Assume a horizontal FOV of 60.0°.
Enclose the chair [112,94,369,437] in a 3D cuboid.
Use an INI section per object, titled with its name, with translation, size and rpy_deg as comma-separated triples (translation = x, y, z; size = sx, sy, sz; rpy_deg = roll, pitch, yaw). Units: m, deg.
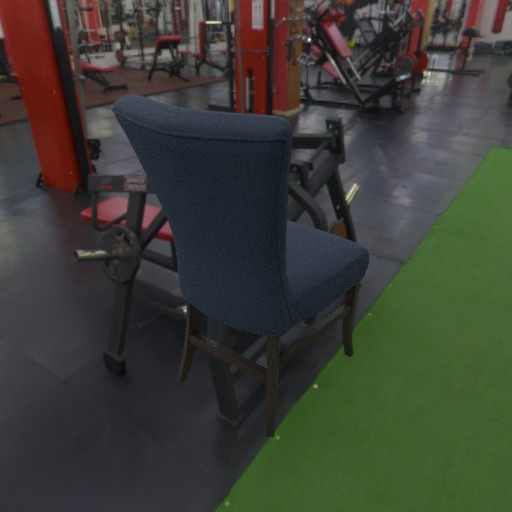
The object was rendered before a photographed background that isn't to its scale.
[chair]
translation = 0.000, 0.000, 1.400
size = 0.520, 0.991, 0.660
rpy_deg = 20, 35, 31
